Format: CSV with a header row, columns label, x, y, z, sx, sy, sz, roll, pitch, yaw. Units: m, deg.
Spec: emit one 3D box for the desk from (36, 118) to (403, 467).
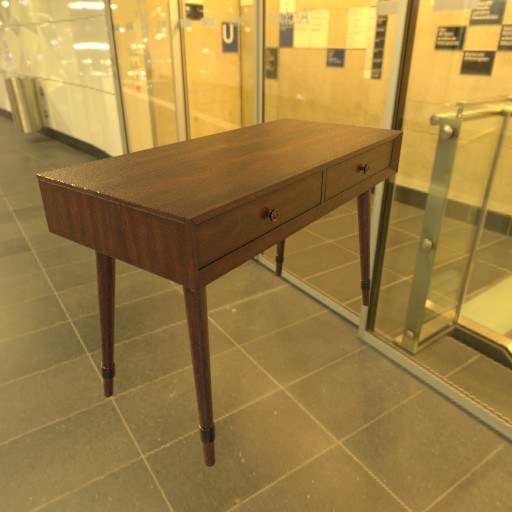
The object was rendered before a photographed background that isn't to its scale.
label,x,y,z,sx,sy,sz,roll,pitch,yaw
desk,0.000,0.000,2.134,0.734,1.031,1.577,18,31,32
